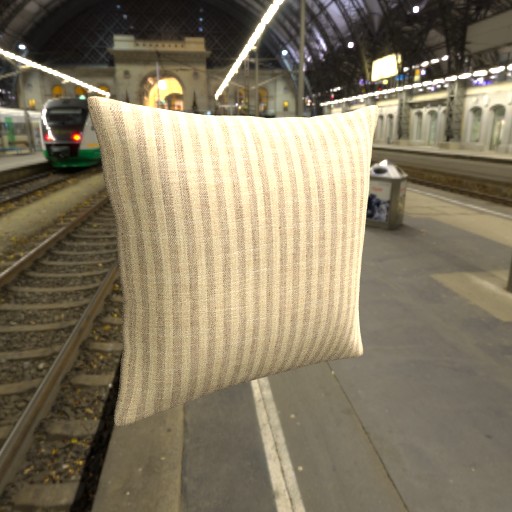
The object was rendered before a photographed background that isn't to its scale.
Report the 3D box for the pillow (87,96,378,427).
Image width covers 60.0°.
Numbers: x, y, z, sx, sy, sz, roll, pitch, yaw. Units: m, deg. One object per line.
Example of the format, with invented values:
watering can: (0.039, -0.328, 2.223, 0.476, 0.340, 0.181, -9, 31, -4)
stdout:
pillow: (0.000, 0.000, 0.771, 0.523, 0.510, 0.166, -9, 18, -28)
